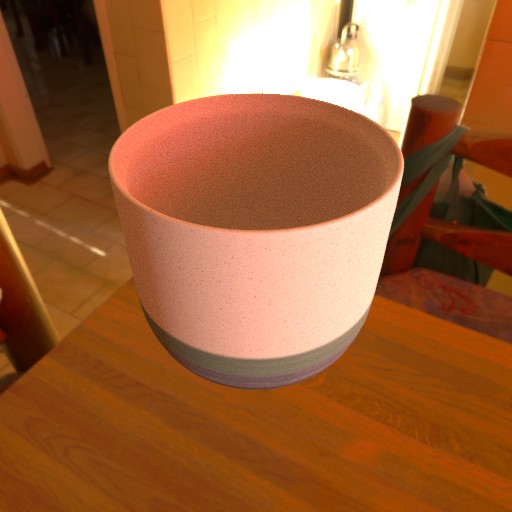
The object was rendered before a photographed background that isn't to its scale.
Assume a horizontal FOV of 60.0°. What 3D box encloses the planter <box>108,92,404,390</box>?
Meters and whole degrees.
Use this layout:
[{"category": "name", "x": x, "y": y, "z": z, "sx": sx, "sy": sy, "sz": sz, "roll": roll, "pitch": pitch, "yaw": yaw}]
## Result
[{"category": "planter", "x": 0.000, "y": 0.000, "z": 0.497, "sx": 0.268, "sy": 0.270, "sz": 0.268, "roll": 0, "pitch": 41, "yaw": 0}]
